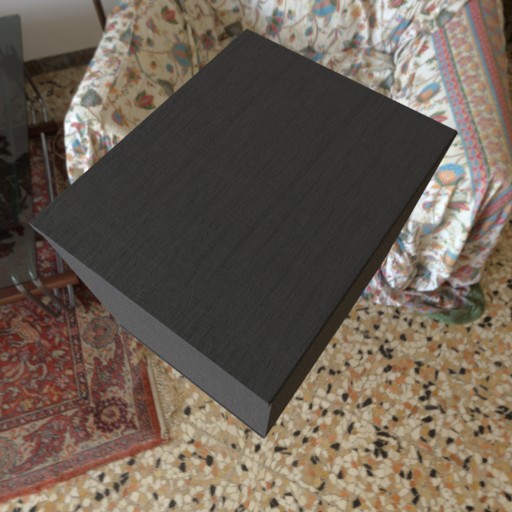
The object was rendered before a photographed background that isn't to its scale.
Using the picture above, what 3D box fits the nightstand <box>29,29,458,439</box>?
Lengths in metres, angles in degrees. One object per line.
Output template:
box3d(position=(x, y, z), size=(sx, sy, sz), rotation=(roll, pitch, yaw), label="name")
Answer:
box3d(position=(0.000, 0.000, 0.748), size=(0.347, 0.448, 0.427), rotation=(33, 68, 16), label="nightstand")
